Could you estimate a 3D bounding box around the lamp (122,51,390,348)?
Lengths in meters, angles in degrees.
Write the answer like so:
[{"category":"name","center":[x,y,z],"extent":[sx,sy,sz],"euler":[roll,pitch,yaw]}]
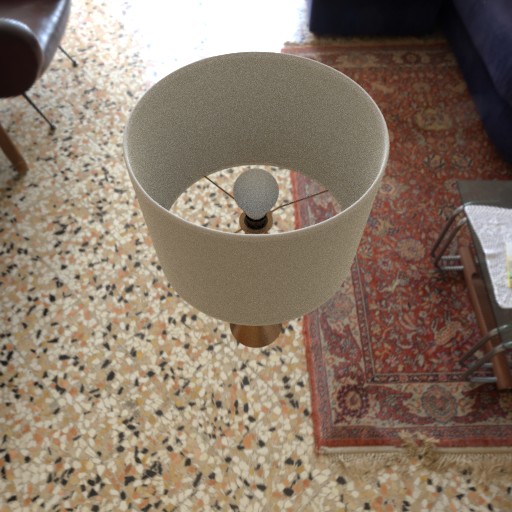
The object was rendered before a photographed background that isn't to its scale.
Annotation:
[{"category":"lamp","center":[0.000,0.000,0.651],"extent":[0.268,0.479,0.268],"euler":[-32,63,-19]}]
